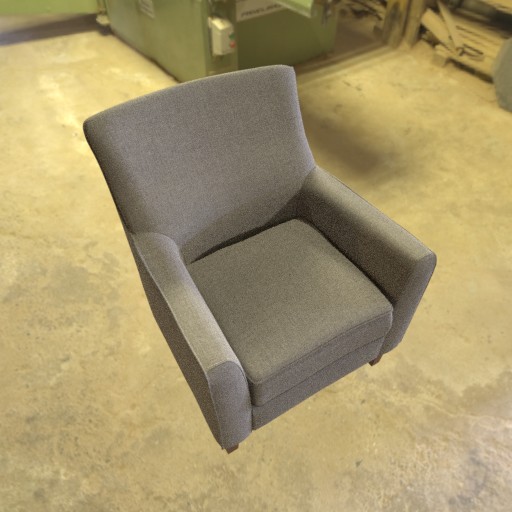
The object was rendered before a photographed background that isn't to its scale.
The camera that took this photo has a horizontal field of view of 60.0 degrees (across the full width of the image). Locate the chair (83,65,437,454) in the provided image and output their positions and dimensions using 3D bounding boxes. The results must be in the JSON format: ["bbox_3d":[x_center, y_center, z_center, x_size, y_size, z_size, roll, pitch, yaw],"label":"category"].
[{"bbox_3d":[0.000,0.000,1.752,0.887,1.047,0.993,-24,51,-21],"label":"chair"}]
